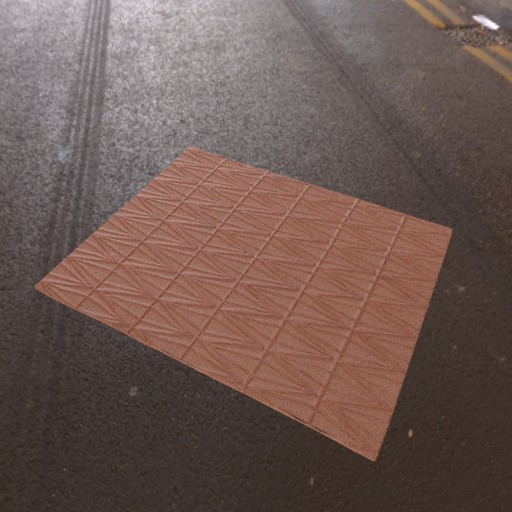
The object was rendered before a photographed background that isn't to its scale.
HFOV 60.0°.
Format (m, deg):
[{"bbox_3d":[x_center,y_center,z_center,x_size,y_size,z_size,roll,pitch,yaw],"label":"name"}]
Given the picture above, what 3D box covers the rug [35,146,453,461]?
[{"bbox_3d":[0.000,0.000,4.056,3.052,0.043,2.453,21,51,19],"label":"rug"}]
